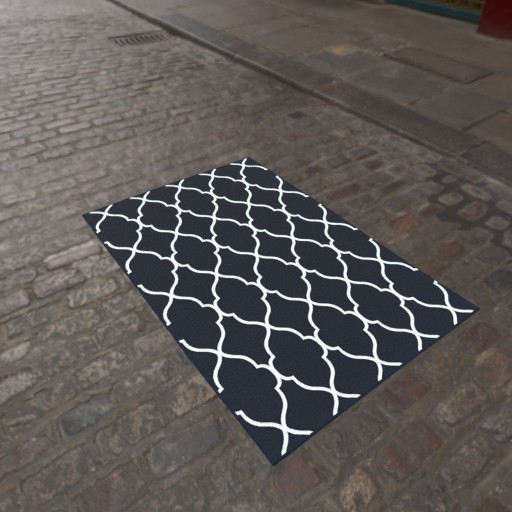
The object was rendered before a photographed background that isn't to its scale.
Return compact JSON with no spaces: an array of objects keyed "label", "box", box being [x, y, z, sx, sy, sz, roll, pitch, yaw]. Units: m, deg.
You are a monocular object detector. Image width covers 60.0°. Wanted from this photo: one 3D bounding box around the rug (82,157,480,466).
[{"label":"rug","box":[0.000,0.000,2.910,1.528,0.014,2.294,-26,46,-27]}]
